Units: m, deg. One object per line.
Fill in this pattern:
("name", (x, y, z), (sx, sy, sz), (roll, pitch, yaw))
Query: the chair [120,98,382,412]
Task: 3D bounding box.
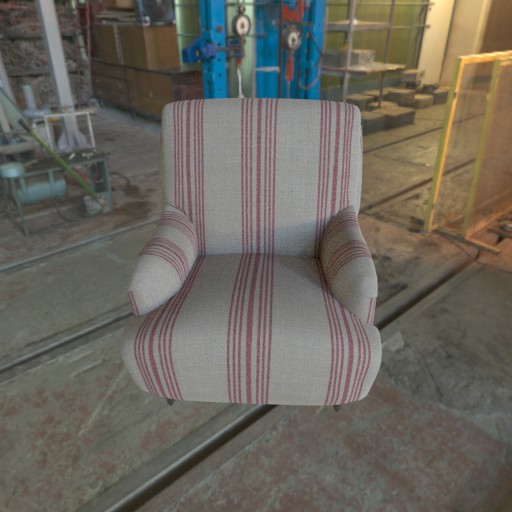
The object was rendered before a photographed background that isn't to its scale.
("chair", (0.000, 0.000, 1.861), (0.933, 1.123, 1.058), (1, 30, 2))
